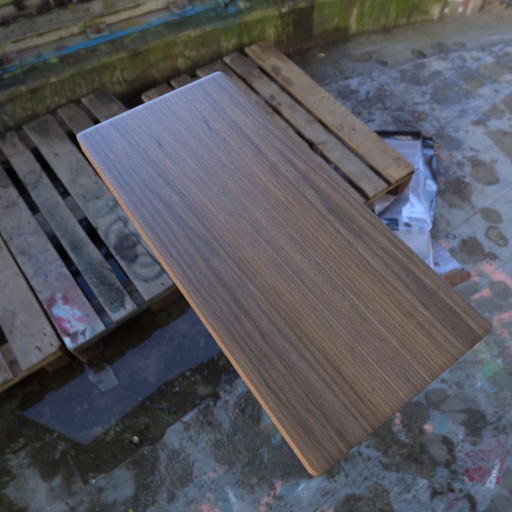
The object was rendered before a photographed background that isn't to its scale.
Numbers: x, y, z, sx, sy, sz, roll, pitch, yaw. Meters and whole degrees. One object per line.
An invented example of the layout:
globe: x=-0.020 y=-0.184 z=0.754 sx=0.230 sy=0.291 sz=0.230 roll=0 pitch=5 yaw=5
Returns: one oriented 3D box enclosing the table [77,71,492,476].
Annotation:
table: x=0.000 y=0.000 z=1.609 sx=0.637 sy=0.468 sz=1.375 roll=-31 pitch=64 yaw=-18
